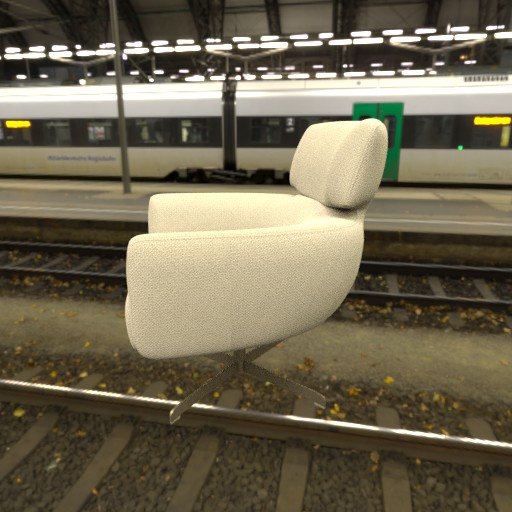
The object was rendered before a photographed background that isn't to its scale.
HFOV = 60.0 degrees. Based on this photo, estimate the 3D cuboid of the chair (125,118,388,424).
[{"bbox_3d":[0.000,0.000,1.377,0.730,0.810,0.760,-2,15,-9],"label":"chair"}]
